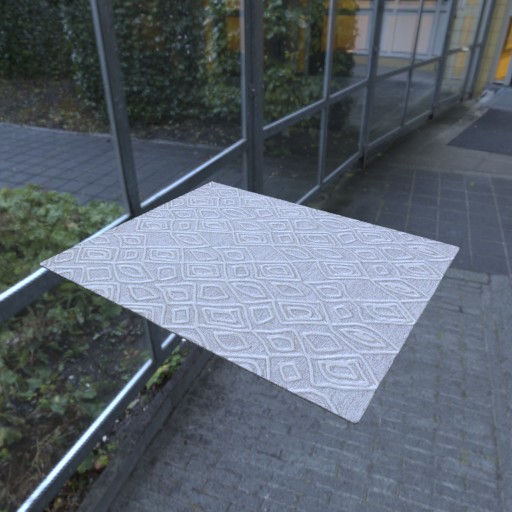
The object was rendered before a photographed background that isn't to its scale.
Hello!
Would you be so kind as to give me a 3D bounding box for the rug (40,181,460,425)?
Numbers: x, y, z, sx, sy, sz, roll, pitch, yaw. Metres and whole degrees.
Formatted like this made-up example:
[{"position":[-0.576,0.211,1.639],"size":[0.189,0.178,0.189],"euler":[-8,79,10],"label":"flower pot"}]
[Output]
[{"position":[0.000,0.000,4.087],"size":[3.049,0.025,2.449],"euler":[19,36,29],"label":"rug"}]
